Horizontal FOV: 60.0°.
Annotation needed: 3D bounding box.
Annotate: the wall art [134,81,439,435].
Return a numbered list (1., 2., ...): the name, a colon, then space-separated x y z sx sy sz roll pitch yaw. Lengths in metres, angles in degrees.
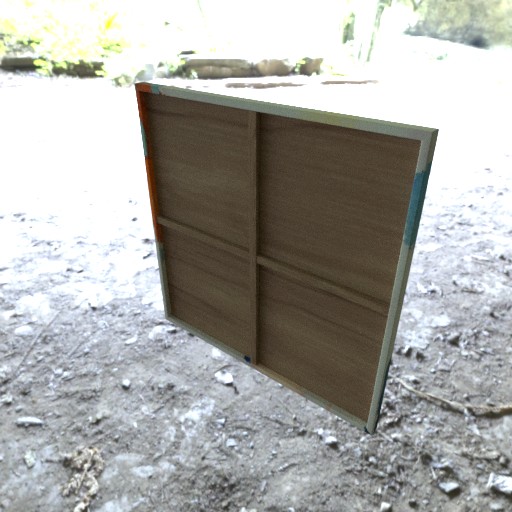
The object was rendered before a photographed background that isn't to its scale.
1. wall art: 0.000 0.000 1.512 1.017 1.017 0.044 22 37 32
